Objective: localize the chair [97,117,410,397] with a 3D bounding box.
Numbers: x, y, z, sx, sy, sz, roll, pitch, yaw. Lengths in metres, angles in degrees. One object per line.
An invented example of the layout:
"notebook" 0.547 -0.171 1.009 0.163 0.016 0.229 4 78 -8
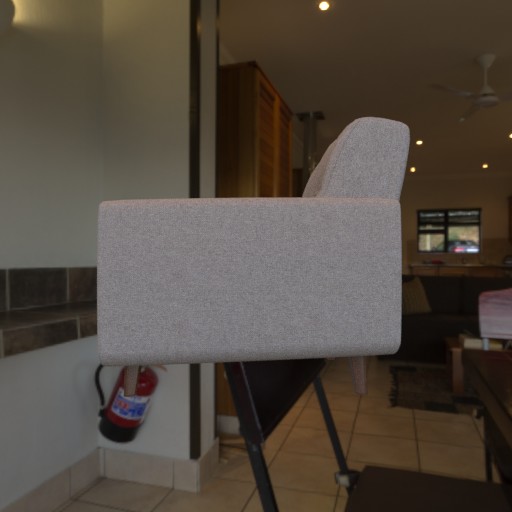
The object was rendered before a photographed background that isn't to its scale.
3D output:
"chair" 0.000 0.000 1.580 0.907 0.839 0.831 0 -1 -1
